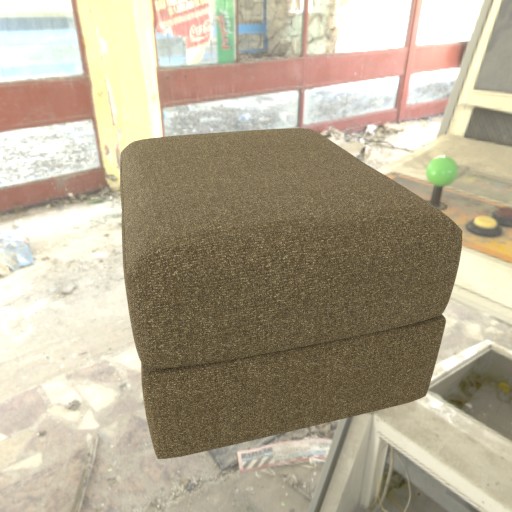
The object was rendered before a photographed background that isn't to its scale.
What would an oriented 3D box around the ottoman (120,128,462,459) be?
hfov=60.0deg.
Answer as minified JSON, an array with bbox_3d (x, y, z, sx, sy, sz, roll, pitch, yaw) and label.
[{"bbox_3d":[0.000,0.000,1.086,0.598,0.476,0.742,-8,31,-13],"label":"ottoman"}]
